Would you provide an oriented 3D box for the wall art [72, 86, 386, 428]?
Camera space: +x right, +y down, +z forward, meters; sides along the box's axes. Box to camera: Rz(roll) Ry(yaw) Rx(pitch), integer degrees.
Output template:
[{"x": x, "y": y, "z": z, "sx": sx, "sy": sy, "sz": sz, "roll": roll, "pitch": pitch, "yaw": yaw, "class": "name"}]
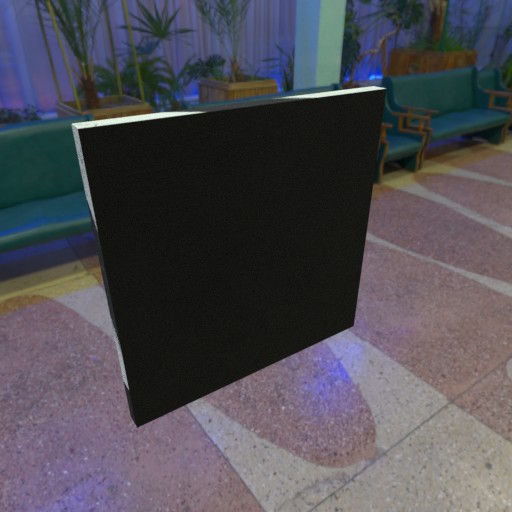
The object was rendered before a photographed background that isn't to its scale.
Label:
[{"x": 0.000, "y": 0.000, "z": 1.152, "sx": 0.765, "sy": 0.765, "sz": 0.046, "roll": -18, "pitch": 34, "yaw": -28, "class": "wall art"}]
